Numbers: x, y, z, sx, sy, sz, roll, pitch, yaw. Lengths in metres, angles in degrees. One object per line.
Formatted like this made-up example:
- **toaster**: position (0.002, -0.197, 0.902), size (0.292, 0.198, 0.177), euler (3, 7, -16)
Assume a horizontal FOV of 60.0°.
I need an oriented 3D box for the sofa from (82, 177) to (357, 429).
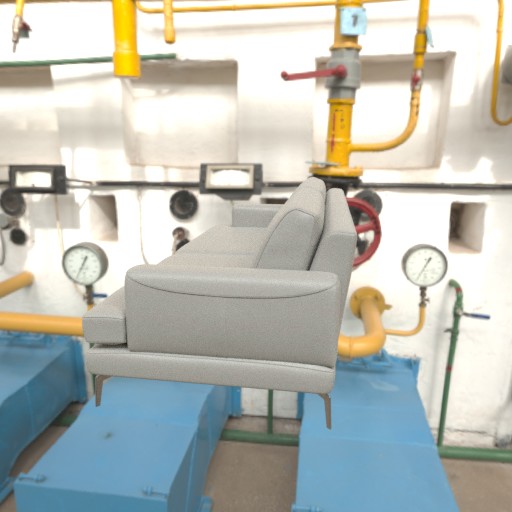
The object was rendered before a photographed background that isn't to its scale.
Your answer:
- **sofa**: position (0.000, 0.000, 2.424), size (0.974, 0.765, 1.940), euler (2, 14, 9)
